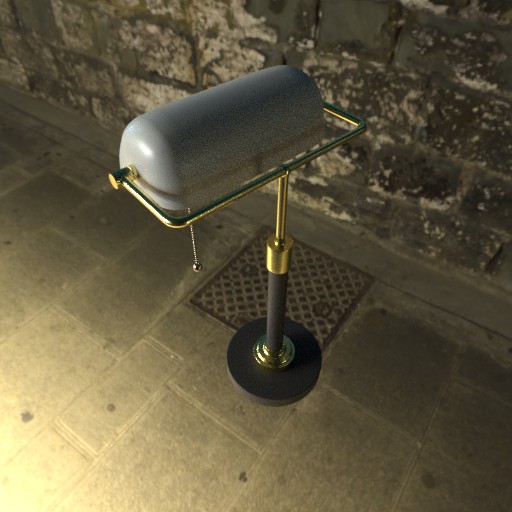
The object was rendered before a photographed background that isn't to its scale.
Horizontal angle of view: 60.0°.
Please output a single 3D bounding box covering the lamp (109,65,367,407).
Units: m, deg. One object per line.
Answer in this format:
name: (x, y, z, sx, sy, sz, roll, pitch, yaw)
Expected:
lamp: (0.000, 0.000, 0.558, 0.269, 0.404, 0.227, -32, 53, -27)
